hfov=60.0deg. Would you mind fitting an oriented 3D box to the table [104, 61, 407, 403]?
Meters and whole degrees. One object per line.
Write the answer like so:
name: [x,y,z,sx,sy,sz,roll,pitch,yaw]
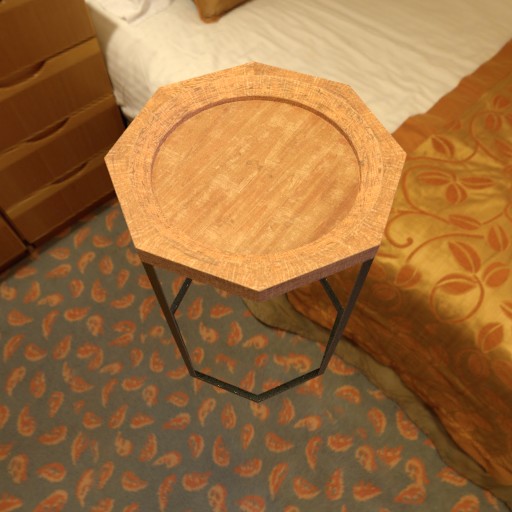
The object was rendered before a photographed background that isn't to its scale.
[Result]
table: [0.000,0.000,0.874,0.437,0.553,0.437,-1,59,-1]
